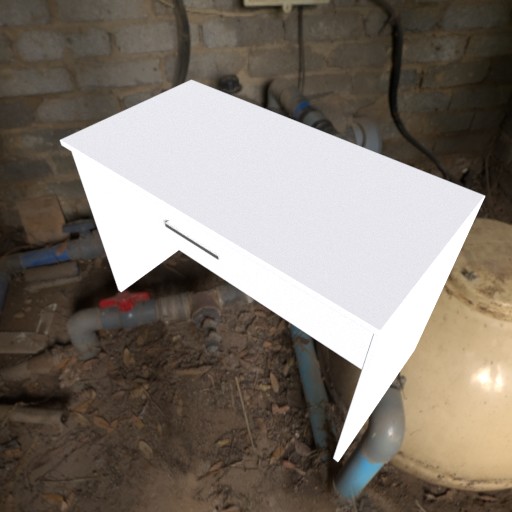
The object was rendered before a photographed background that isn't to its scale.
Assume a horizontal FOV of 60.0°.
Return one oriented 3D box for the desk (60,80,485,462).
[{"bbox_3d":[0.000,0.000,1.519,1.100,0.730,0.560,31,53,27],"label":"desk"}]
